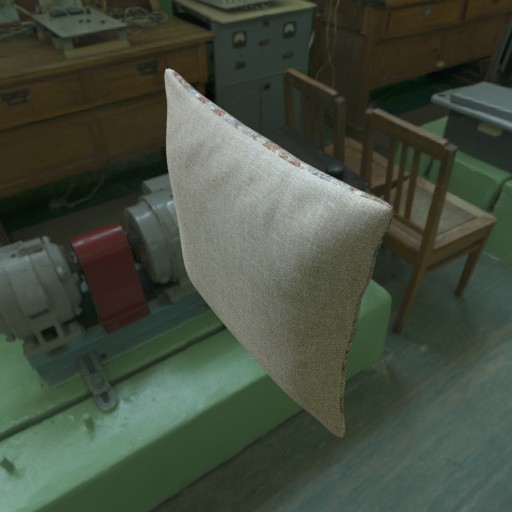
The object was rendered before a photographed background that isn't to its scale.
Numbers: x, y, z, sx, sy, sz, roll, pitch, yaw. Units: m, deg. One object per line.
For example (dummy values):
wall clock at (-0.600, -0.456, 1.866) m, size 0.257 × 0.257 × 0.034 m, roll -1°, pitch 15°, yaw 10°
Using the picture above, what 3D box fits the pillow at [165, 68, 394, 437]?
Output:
pillow at (0.000, 0.000, 0.786) m, size 0.166 × 0.506 × 0.523 m, roll -25°, pitch 48°, yaw -26°
